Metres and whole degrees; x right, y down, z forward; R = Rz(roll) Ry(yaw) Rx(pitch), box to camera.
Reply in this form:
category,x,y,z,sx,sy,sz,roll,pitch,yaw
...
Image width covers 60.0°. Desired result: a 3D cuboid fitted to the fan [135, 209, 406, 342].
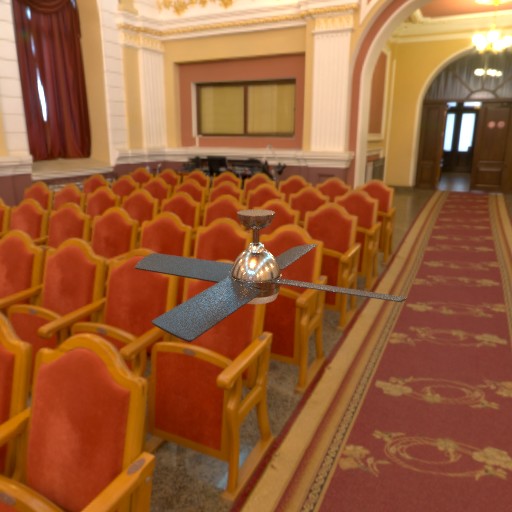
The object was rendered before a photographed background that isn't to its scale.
category,x,y,z,sx,sy,sz,roll,pitch,yaw
fan,0.000,0.000,2.026,1.332,0.403,1.332,7,17,25
